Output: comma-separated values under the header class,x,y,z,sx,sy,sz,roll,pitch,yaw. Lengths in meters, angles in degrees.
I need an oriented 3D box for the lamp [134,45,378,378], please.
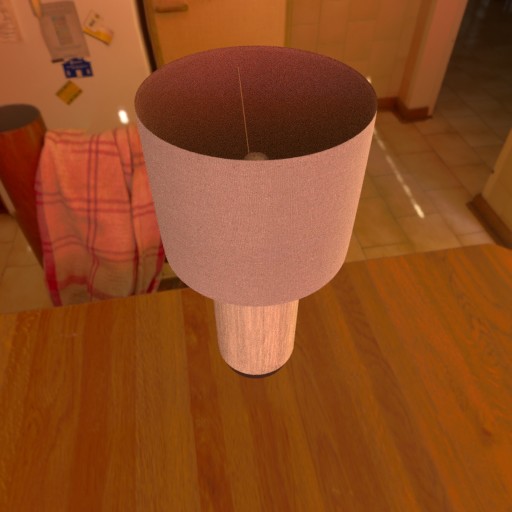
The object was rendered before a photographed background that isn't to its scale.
class,x,y,z,sx,sy,sz,roll,pitch,yaw
lamp,0.000,0.000,0.578,0.228,0.444,0.228,-32,54,-27
